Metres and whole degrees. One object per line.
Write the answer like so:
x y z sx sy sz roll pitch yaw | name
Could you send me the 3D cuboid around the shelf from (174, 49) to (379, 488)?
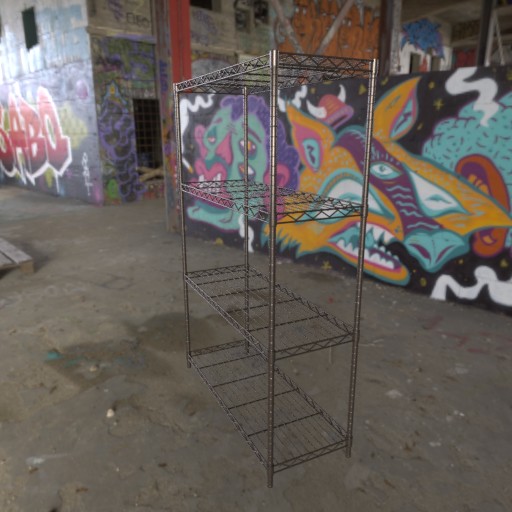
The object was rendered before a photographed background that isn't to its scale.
0.000 0.000 1.774 0.352 1.361 0.907 -8 17 -25 | shelf
